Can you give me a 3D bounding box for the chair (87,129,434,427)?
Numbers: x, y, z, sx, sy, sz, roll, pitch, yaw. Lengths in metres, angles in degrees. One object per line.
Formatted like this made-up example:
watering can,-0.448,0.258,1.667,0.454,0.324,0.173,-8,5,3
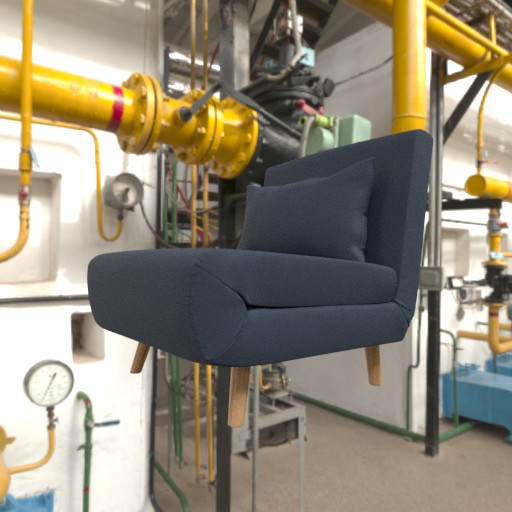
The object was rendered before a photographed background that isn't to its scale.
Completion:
chair,0.000,0.000,1.462,0.900,0.808,0.770,0,-1,-37
